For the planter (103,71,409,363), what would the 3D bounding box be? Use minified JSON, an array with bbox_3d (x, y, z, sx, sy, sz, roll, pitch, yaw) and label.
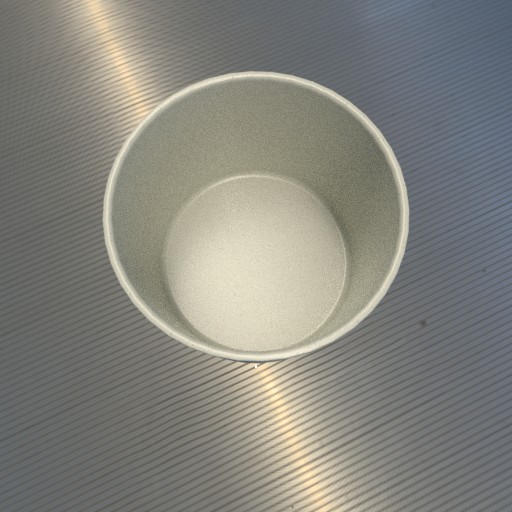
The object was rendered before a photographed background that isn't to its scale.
[{"bbox_3d":[0.000,0.000,0.555,0.261,0.367,0.261,0,76,0],"label":"planter"}]
